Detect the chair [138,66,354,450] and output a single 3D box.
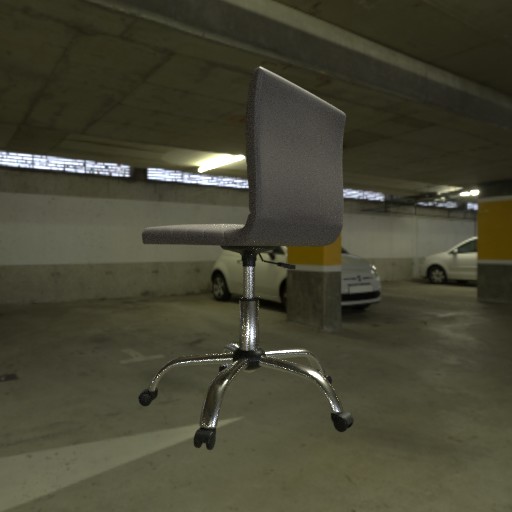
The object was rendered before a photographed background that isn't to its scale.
[{"bbox_3d":[0.000,0.000,1.142,0.530,0.780,0.556,1,1,37],"label":"chair"}]
